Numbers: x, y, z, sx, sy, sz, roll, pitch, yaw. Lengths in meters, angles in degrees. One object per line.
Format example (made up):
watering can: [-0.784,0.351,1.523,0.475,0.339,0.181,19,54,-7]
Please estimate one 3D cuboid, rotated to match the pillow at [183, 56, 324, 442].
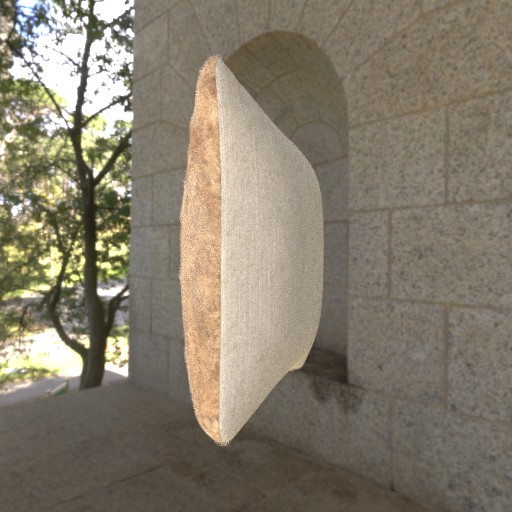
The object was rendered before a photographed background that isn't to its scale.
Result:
pillow: [0.000,0.000,0.819,0.216,0.525,0.538,0,0,18]
